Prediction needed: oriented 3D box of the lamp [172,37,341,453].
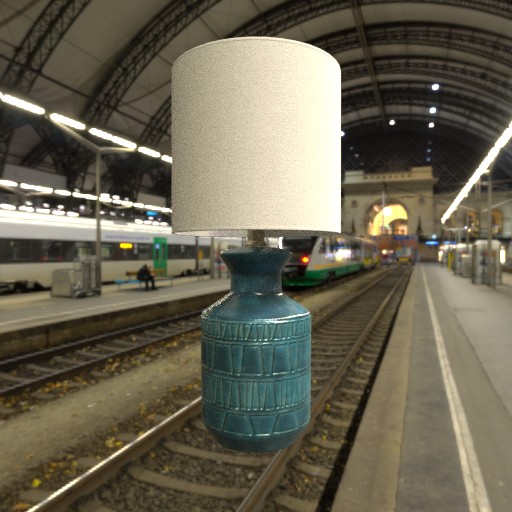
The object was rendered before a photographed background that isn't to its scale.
[{"bbox_3d":[0.000,0.000,0.564,0.211,0.455,0.211,0,0,-1],"label":"lamp"}]
